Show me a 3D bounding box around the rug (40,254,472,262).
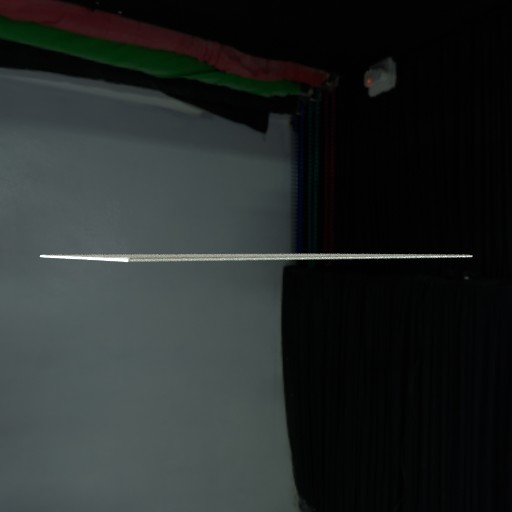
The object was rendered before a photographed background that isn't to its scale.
[{"bbox_3d":[0.000,0.000,2.784,2.202,0.014,1.598,0,1,-36],"label":"rug"}]
